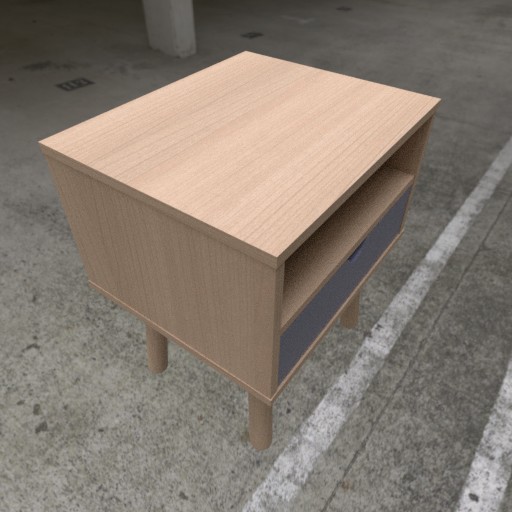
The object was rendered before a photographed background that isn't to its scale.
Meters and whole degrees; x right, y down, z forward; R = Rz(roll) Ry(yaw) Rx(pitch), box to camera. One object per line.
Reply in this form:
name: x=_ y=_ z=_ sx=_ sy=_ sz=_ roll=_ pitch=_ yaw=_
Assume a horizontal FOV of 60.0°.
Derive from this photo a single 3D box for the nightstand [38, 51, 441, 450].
nightstand: x=0.000 y=0.000 z=0.812 sx=0.380 sy=0.530 sz=0.450 roll=26 pitch=48 yaw=26
